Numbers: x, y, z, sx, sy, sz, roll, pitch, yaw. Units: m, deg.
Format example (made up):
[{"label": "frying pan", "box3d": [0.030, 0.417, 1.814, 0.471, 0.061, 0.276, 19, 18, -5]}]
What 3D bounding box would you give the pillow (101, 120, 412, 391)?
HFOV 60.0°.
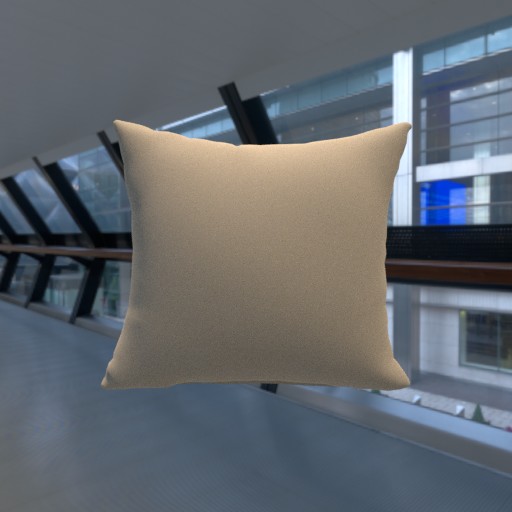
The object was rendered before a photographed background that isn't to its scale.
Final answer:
[{"label": "pillow", "box3d": [0.000, 0.000, 0.798, 0.560, 0.487, 0.229, 0, 1, 0]}]
